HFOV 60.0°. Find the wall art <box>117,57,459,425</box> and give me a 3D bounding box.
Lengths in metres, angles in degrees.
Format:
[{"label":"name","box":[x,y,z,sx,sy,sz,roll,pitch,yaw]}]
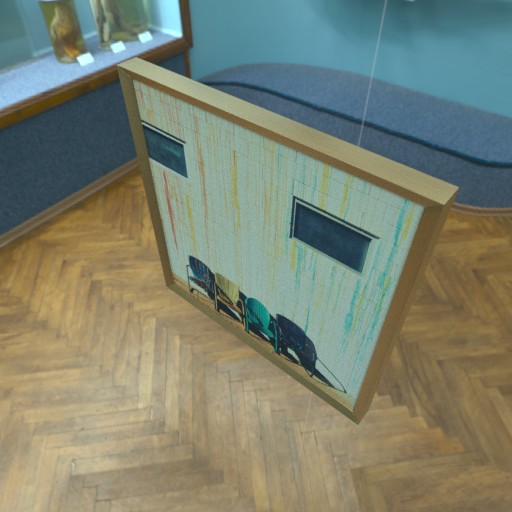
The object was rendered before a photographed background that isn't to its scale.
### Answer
[{"label":"wall art","box":[0.000,0.000,0.732,0.505,0.505,0.037,31,53,26]}]
